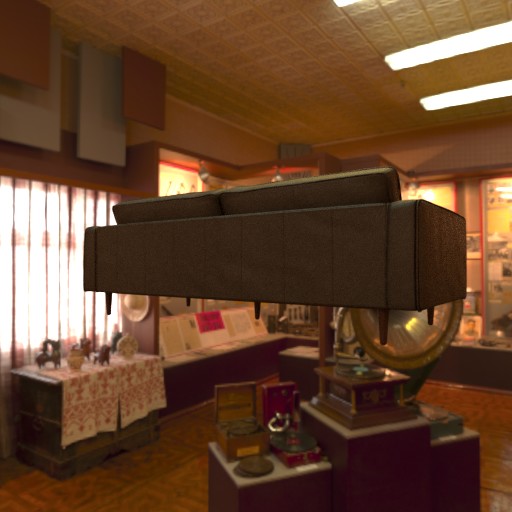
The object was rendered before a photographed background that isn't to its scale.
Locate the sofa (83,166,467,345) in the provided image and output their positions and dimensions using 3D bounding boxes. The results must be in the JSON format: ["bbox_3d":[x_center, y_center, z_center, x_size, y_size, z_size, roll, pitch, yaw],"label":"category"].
[{"bbox_3d":[0.000,0.000,2.659,2.210,0.762,0.914,-1,-1,36],"label":"sofa"}]
